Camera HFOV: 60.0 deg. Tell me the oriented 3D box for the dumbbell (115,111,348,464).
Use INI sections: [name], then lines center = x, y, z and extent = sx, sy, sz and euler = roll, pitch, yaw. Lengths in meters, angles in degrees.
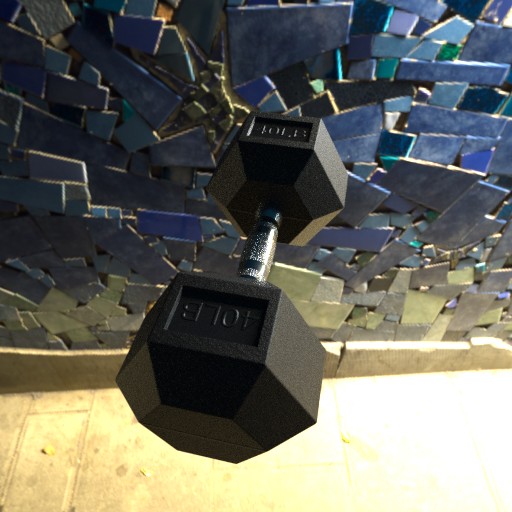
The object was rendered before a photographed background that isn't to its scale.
[dumbbell]
center = 0.000, 0.000, 0.435
extent = 0.157, 0.137, 0.361
euler = 9, 47, 8
